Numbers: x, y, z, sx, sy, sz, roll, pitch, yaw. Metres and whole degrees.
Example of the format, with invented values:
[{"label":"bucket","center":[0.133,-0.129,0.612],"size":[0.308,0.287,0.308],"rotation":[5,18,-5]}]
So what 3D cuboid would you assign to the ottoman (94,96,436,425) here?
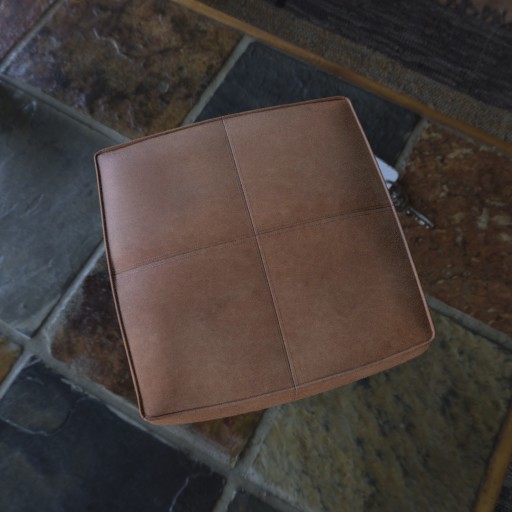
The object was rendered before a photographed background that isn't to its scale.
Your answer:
[{"label":"ottoman","center":[0.000,0.000,1.397],"size":[0.902,0.395,0.901],"rotation":[-14,75,-4]}]
